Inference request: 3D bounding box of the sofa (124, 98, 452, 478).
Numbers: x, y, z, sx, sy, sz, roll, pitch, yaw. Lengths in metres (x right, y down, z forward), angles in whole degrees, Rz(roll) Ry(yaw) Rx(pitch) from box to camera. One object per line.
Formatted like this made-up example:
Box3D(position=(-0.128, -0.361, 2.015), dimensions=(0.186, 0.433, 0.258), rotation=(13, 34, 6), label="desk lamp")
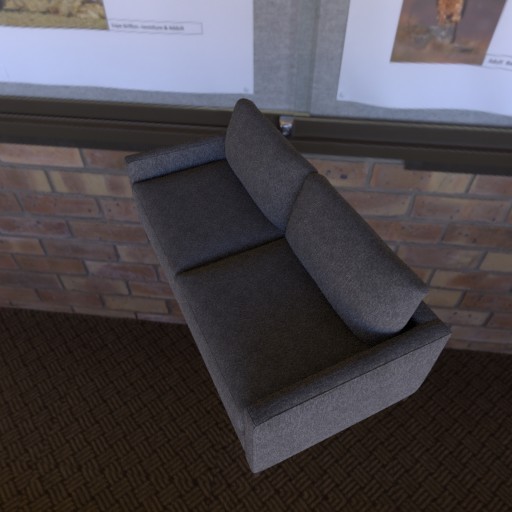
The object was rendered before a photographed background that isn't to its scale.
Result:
Box3D(position=(0.000, 0.000, 2.212), dimensions=(0.866, 0.862, 1.716), rotation=(-19, 50, -17), label="sofa")
